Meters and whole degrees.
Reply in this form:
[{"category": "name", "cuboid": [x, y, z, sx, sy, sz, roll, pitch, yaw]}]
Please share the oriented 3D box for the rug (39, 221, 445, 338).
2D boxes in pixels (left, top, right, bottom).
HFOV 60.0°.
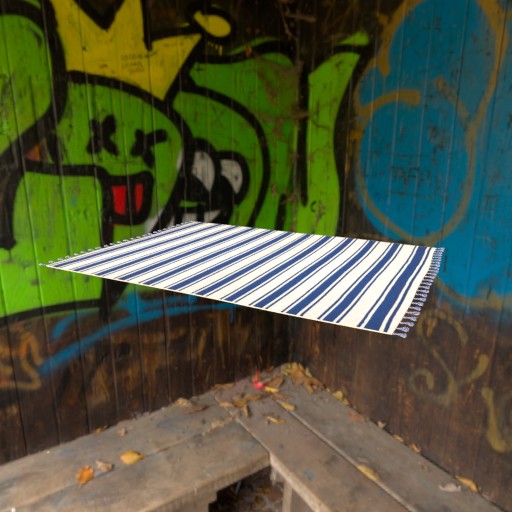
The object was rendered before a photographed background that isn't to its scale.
[{"category": "rug", "cuboid": [0.000, 0.000, 4.517, 3.416, 0.016, 2.471, 8, 17, 27]}]
